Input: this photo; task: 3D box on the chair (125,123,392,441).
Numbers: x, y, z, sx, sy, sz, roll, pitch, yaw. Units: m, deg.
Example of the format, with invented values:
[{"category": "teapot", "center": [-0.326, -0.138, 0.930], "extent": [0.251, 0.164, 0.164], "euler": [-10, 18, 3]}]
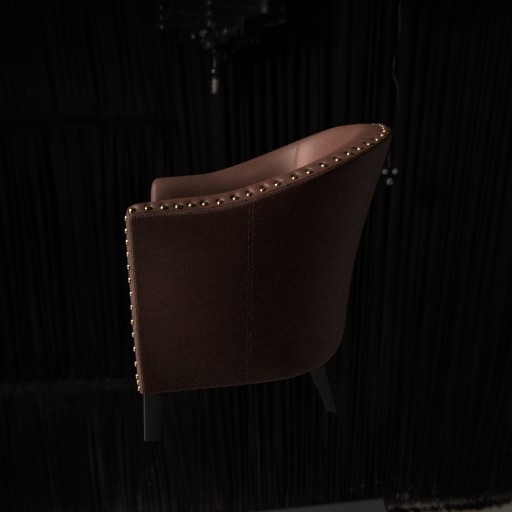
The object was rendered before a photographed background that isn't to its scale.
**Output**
[{"category": "chair", "center": [0.000, 0.000, 1.436], "extent": [0.748, 0.823, 0.794], "euler": [-2, 15, -8]}]
